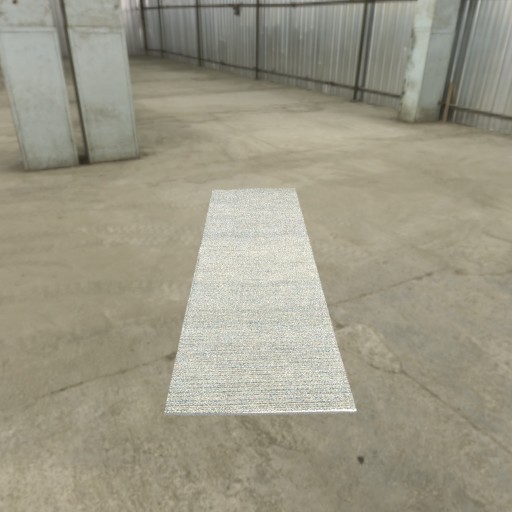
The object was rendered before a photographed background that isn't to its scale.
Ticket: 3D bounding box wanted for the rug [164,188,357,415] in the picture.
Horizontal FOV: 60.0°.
[{"bbox_3d":[0.000,0.000,2.573,0.675,0.037,2.341,0,28,-1],"label":"rug"}]
